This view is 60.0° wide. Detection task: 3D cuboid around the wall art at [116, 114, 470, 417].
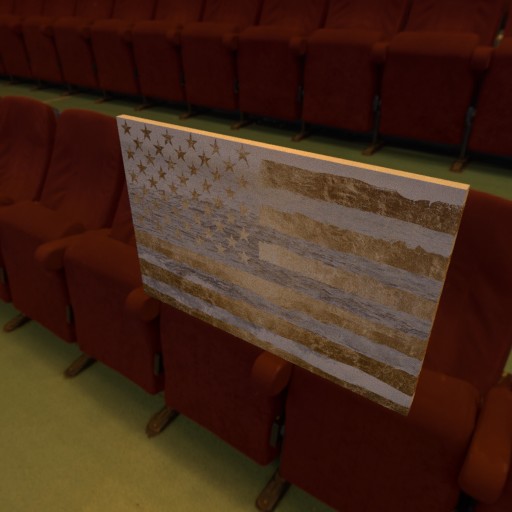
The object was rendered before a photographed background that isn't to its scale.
[{"bbox_3d":[0.000,0.000,1.186,0.932,0.610,0.027,19,36,29],"label":"wall art"}]
